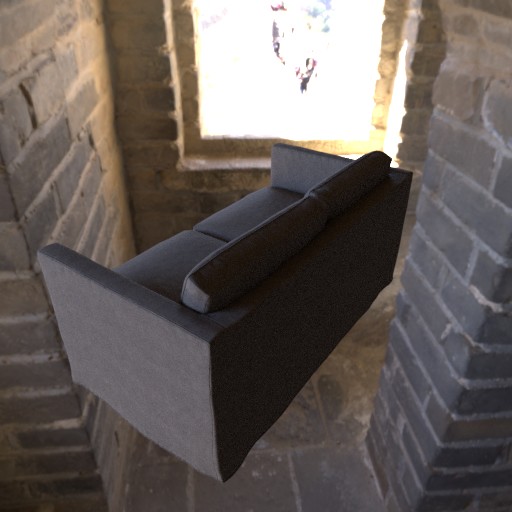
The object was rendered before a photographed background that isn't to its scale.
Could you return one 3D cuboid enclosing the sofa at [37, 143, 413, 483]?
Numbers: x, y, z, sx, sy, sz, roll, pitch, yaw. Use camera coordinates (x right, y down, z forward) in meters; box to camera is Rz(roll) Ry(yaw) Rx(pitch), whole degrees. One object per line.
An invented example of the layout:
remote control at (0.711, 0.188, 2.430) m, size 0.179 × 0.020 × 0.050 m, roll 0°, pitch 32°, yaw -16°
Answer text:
sofa at (0.000, 0.000, 2.311) m, size 0.974 × 0.854 × 1.802 m, roll 21°, pitch 37°, yaw 30°
